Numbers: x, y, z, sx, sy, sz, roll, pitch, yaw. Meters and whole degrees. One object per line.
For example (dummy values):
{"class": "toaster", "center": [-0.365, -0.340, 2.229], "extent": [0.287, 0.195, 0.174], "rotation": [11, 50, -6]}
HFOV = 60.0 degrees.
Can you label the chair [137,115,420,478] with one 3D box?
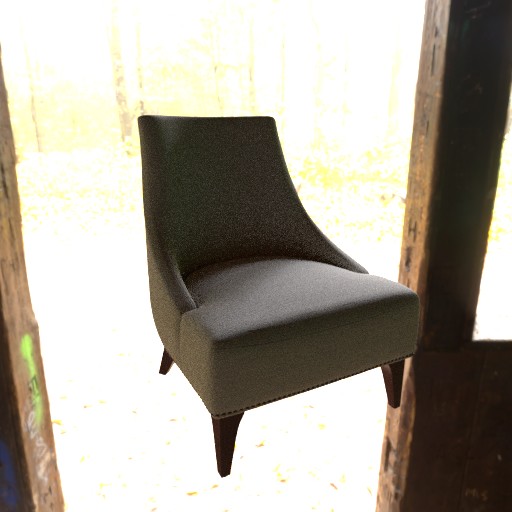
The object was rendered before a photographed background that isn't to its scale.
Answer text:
{"class": "chair", "center": [0.000, 0.000, 1.487], "extent": [0.701, 0.909, 0.861], "rotation": [-9, 19, -27]}
